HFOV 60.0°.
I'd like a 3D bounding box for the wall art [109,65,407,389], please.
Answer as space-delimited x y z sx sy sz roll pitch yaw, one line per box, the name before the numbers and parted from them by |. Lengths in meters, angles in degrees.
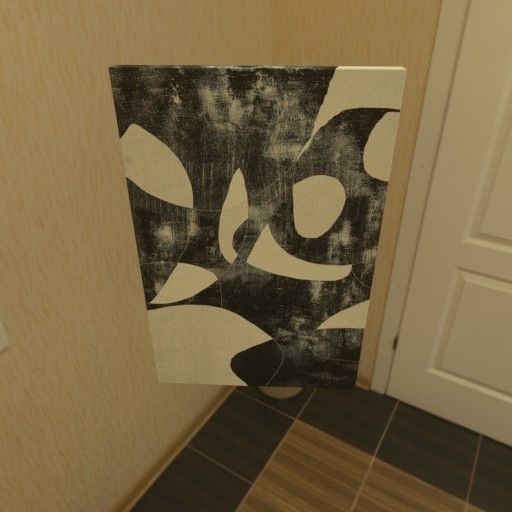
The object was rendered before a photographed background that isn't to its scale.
wall art | 0.000 0.000 1.155 0.610 0.915 0.041 1 31 2
